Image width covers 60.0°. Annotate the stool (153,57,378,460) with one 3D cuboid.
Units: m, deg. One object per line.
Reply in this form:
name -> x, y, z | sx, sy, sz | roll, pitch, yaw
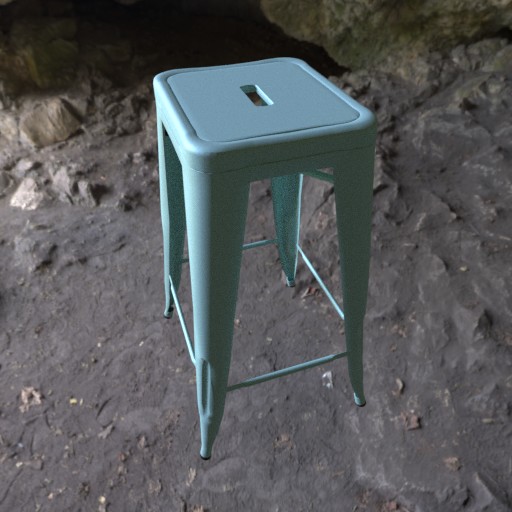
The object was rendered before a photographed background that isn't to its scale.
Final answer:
stool -> 0.000, 0.000, 0.826 | 0.359, 0.609, 0.399 | -13, 43, -15
